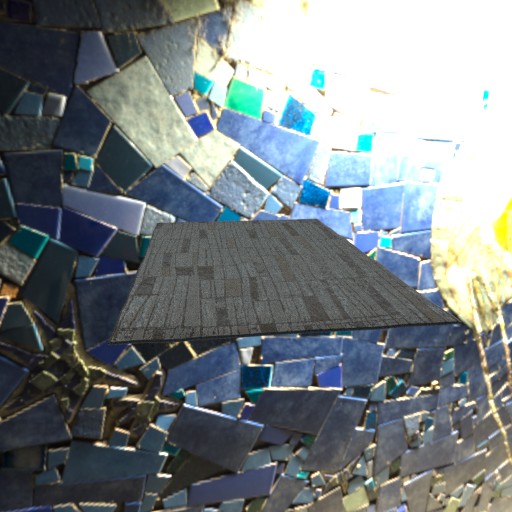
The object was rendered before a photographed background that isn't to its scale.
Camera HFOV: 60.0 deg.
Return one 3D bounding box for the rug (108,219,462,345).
[{"bbox_3d":[0.000,0.000,3.032,1.531,0.023,2.444,-2,16,-7],"label":"rug"}]
